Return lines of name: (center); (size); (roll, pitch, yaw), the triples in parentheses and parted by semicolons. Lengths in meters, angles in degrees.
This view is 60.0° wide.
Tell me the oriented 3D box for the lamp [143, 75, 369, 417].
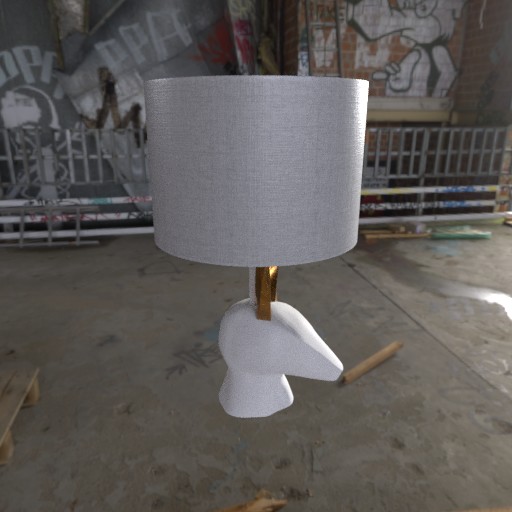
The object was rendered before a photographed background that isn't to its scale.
lamp: (0.000, 0.000, 0.679); (0.298, 0.503, 0.298); (3, 18, 9)
